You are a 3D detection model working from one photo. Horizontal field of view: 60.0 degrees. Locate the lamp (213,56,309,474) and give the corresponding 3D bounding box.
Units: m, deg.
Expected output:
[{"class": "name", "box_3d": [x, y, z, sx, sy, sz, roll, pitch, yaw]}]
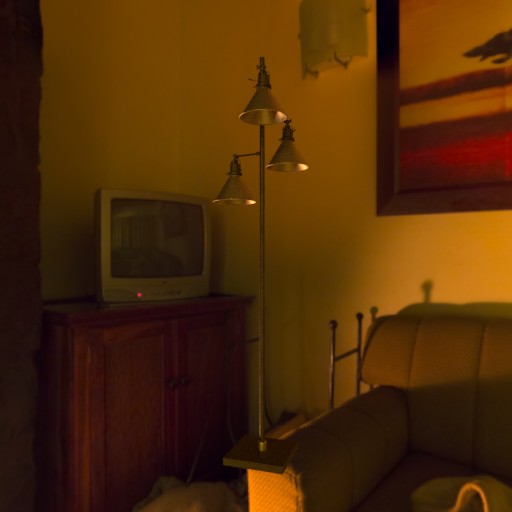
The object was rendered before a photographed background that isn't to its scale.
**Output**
[{"class": "lamp", "box_3d": [0.000, 0.000, 1.901, 0.415, 1.716, 0.428, 0, -1, 18]}]
